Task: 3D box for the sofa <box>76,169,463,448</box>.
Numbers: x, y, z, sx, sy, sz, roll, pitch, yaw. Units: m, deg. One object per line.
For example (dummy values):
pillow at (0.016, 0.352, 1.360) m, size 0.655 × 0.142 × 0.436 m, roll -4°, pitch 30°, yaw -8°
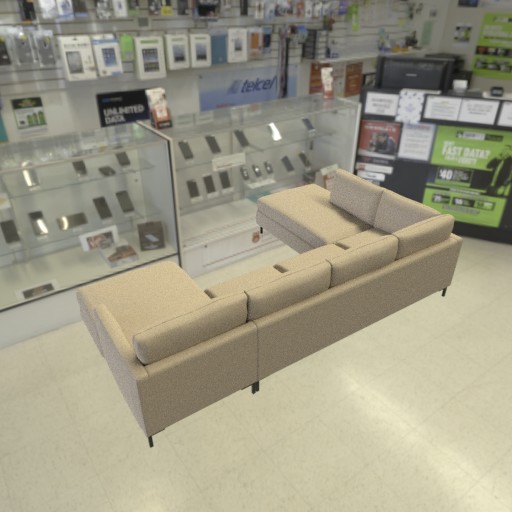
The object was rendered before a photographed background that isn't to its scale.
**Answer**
sofa at (0.000, 0.000, 3.607) m, size 2.737 × 0.756 × 1.879 m, roll -19°, pitch 36°, yaw -28°
